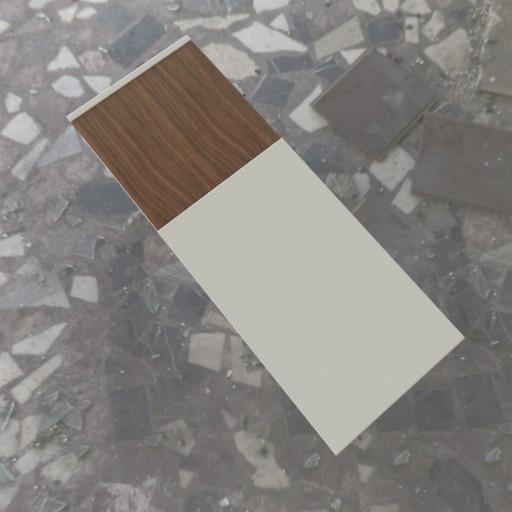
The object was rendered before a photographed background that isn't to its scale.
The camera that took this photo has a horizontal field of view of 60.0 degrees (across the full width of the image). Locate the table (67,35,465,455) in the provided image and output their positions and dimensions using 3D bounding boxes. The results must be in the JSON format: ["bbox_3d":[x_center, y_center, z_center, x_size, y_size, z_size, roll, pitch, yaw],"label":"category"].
[{"bbox_3d":[0.000,0.000,1.479,0.418,0.785,1.066,-38,79,-9],"label":"table"}]
